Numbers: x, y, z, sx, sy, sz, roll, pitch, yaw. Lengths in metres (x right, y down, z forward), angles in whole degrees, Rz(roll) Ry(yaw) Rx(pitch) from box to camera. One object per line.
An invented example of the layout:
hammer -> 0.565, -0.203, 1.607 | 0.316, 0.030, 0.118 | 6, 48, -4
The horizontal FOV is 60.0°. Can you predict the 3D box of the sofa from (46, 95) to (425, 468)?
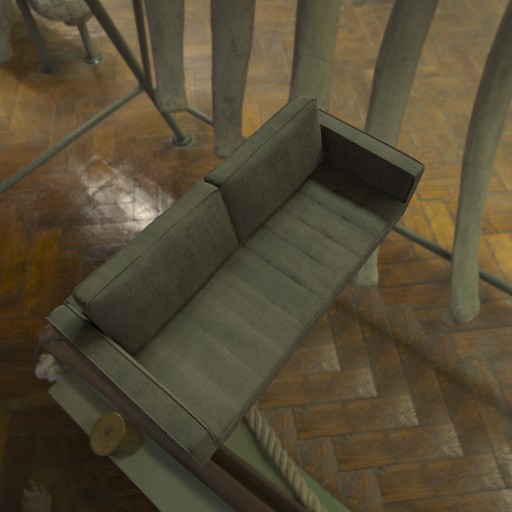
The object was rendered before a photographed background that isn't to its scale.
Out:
sofa -> 0.000, 0.000, 2.376 | 0.924, 0.825, 1.920 | 34, 64, 19
